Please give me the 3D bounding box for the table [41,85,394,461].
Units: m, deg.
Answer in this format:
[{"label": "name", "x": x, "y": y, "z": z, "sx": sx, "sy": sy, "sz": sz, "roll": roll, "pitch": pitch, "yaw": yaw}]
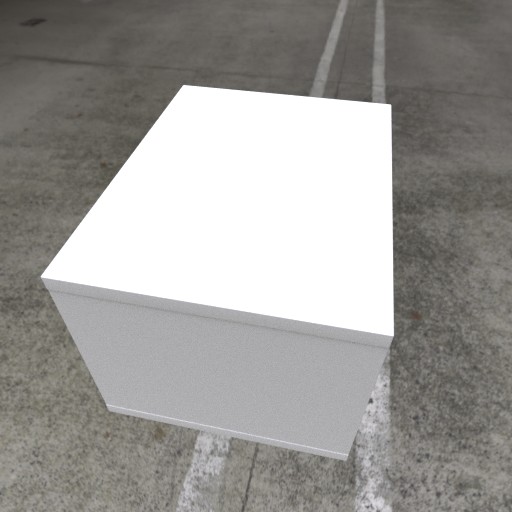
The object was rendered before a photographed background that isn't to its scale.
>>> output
[{"label": "table", "x": 0.000, "y": 0.000, "z": 0.786, "sx": 0.399, "sy": 0.357, "sz": 0.517, "roll": 8, "pitch": 46, "yaw": 8}]
